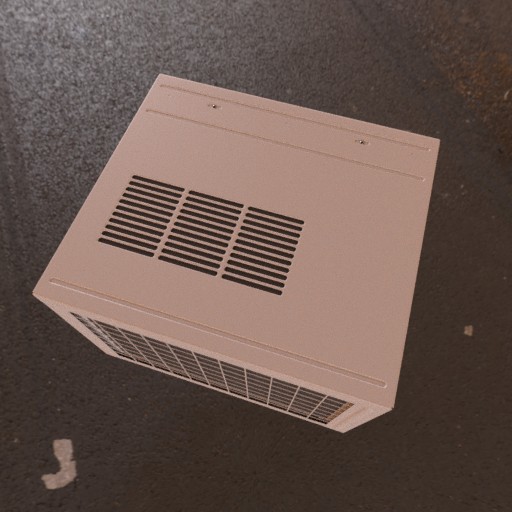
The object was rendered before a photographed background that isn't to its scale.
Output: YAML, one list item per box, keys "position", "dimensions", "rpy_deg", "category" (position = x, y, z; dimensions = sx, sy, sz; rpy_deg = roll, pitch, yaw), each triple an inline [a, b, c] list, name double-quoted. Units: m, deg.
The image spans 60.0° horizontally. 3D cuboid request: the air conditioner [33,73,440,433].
- position: [0.000, 0.000, 1.066]
  dimensions: [0.645, 0.455, 0.599]
  rpy_deg: [16, 65, 8]
  category: "air conditioner"
